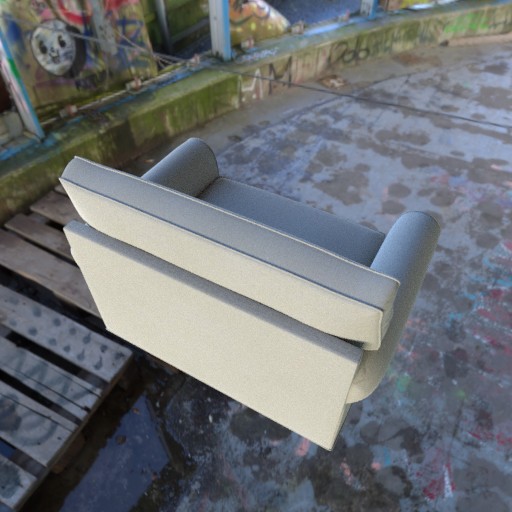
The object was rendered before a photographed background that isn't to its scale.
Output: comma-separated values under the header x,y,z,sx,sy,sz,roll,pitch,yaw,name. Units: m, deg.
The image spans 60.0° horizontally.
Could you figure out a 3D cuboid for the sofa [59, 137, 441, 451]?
x,y,z,sx,sy,sz,roll,pitch,yaw,name
0.000,0.000,2.020,1.405,1.006,0.937,22,51,19,sofa
